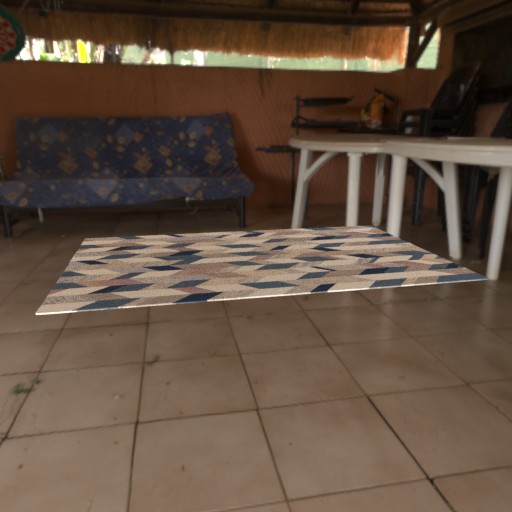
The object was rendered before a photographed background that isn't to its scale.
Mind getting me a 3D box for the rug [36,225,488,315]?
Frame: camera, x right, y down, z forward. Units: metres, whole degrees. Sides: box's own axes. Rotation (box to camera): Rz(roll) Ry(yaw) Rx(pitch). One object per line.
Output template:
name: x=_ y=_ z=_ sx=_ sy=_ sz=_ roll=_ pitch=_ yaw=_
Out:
rug: x=0.000 y=0.000 z=3.012 sx=2.423 sy=0.008 sz=1.513 roll=-3 pitch=16 yaw=-11
